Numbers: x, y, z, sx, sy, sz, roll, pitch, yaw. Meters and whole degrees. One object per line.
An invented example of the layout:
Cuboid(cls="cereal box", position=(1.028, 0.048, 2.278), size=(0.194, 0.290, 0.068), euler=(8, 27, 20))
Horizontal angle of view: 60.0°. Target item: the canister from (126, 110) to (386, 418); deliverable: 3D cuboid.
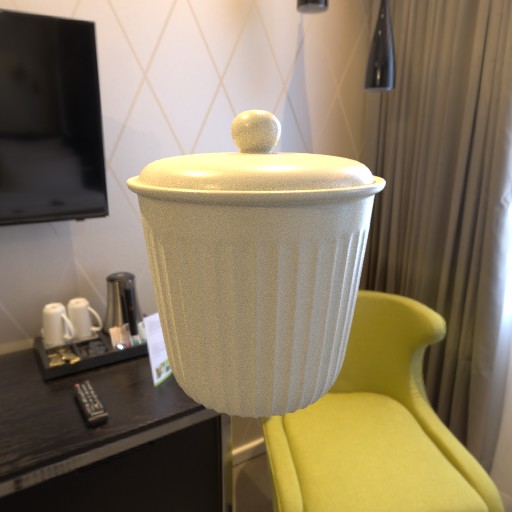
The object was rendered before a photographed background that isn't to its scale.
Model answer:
Cuboid(cls="canister", position=(0.000, 0.000, 0.336), size=(0.181, 0.211, 0.181), euler=(0, 15, 0))
